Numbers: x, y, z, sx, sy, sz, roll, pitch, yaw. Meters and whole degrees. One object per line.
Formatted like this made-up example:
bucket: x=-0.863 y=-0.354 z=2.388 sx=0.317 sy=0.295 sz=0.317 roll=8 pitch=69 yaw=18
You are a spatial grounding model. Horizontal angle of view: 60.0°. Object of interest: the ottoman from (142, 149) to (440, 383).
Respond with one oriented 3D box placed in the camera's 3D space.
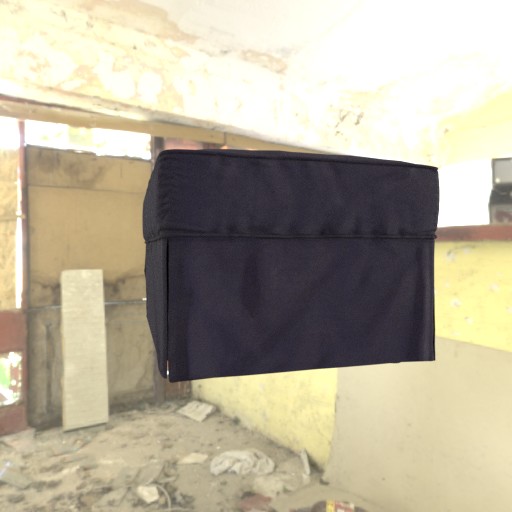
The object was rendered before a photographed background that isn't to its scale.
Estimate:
ottoman: x=0.000 y=0.000 z=1.324 sx=0.637 sy=0.503 sz=0.938 roll=0 pitch=1 yaw=-16
